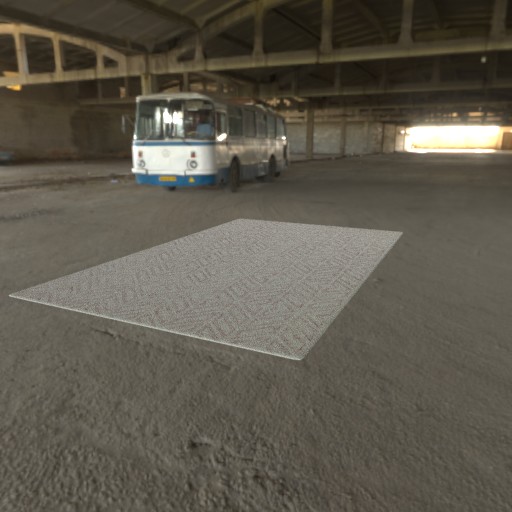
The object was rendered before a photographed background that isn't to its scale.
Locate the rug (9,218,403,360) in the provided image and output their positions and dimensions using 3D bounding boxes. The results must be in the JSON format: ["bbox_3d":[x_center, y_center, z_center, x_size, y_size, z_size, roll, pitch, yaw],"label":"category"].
[{"bbox_3d":[0.000,0.000,2.907,1.523,0.008,2.438,7,16,25],"label":"rug"}]
